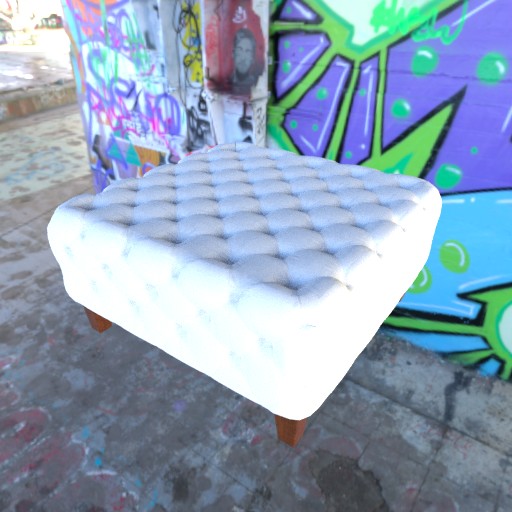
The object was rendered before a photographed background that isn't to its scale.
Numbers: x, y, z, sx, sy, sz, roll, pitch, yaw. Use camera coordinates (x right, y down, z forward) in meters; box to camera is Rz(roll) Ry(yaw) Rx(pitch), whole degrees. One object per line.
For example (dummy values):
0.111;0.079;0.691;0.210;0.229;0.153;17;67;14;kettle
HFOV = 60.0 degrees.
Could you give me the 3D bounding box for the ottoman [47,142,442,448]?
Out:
0.000;0.000;1.203;0.753;0.376;0.755;20;36;30;ottoman
